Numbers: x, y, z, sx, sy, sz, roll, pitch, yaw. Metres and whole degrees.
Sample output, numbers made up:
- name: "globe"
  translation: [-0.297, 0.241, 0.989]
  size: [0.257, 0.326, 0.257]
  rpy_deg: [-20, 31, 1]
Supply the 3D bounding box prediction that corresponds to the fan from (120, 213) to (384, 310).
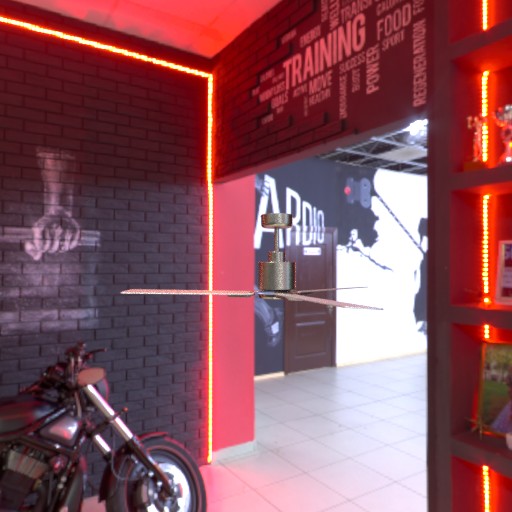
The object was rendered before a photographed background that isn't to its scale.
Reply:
- name: "fan"
  translation: [0.000, 0.000, 2.304]
  size: [1.531, 0.446, 1.561]
  rpy_deg: [0, -1, -1]
